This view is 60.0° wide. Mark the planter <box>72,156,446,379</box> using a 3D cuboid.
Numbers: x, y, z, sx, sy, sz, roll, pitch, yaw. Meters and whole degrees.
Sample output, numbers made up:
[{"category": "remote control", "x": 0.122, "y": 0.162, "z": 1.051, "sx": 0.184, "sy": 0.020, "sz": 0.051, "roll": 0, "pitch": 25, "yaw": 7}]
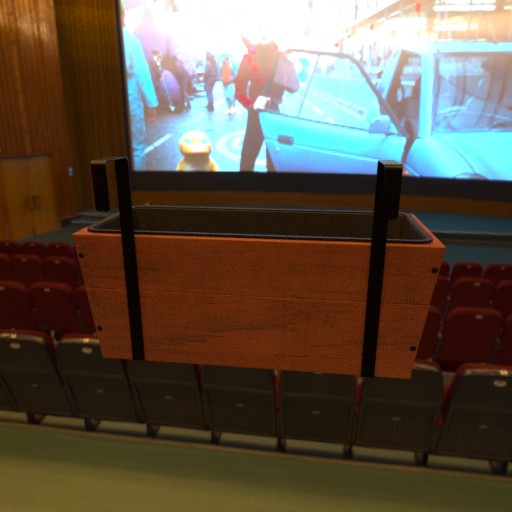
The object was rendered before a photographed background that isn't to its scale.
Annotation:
[{"category": "planter", "x": 0.000, "y": 0.000, "z": 0.640, "sx": 0.480, "sy": 0.289, "sz": 0.262, "roll": 2, "pitch": 17, "yaw": 7}]
